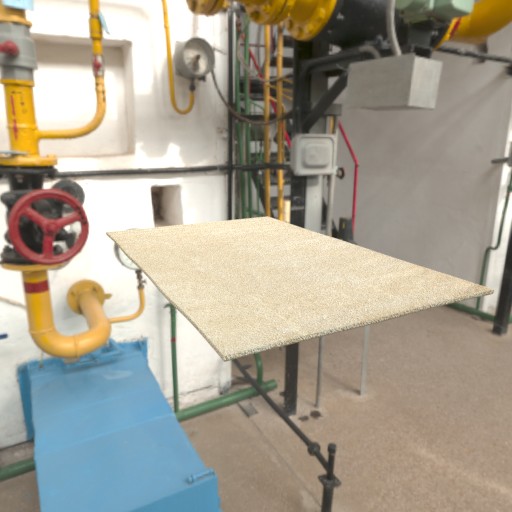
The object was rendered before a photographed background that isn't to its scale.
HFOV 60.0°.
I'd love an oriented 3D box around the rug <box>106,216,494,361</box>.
[{"bbox_3d":[0.000,0.000,2.915,1.500,0.025,2.346,-8,17,-27],"label":"rug"}]
